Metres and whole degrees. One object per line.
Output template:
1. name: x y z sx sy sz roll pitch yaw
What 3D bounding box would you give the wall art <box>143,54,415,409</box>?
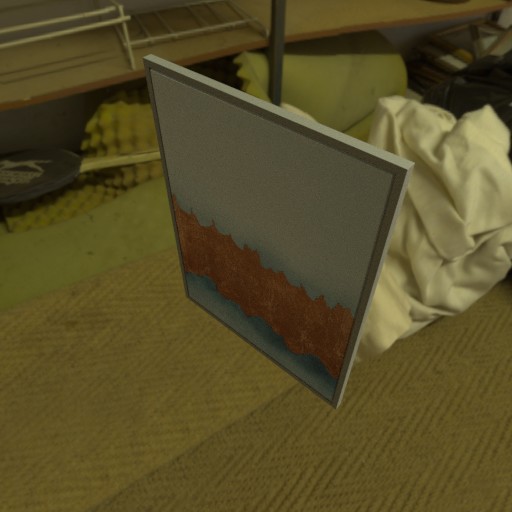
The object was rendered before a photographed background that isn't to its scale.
1. wall art: 0.000 0.000 1.409 0.789 1.042 0.034 32 54 27
